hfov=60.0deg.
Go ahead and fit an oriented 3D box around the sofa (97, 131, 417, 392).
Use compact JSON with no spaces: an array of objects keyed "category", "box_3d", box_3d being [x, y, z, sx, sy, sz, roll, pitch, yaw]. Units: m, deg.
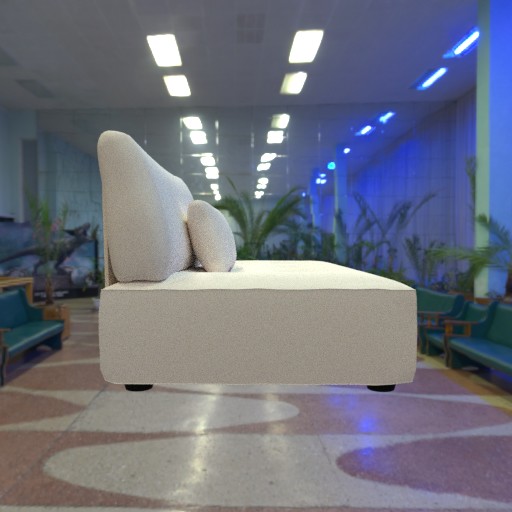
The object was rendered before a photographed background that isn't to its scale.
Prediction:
[{"category":"sofa","box_3d":[0.000,0.000,2.080,1.000,0.820,1.450,0,2,0]}]
